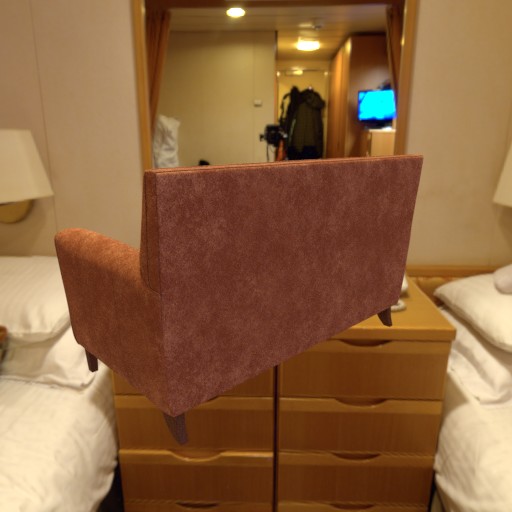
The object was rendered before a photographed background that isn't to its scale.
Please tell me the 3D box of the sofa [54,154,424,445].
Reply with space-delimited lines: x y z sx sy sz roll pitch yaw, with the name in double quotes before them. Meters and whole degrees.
"sofa" 0.000 0.000 1.982 1.473 0.871 0.787 -14 21 -43
